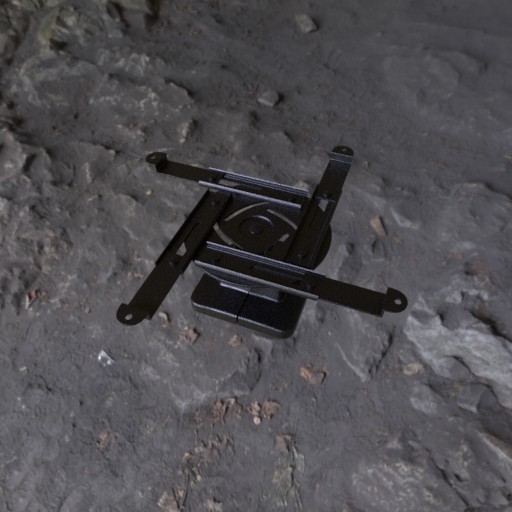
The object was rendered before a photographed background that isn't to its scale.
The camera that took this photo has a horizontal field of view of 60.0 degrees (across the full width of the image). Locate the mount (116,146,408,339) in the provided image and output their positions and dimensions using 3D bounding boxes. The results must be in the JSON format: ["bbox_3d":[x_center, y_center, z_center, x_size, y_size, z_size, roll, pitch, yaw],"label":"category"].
[{"bbox_3d":[0.000,0.000,0.609,0.394,0.141,0.394,16,49,14],"label":"mount"}]
